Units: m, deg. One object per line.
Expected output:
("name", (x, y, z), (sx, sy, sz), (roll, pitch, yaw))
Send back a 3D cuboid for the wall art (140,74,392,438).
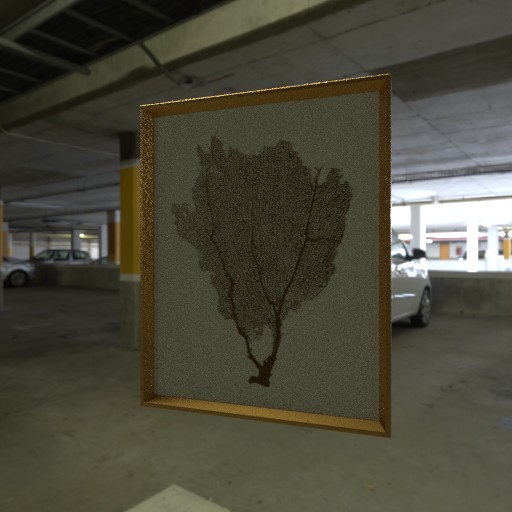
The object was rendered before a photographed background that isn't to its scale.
("wall art", (0.000, 0.000, 1.044), (0.610, 0.762, 0.038), (0, 0, 19))
